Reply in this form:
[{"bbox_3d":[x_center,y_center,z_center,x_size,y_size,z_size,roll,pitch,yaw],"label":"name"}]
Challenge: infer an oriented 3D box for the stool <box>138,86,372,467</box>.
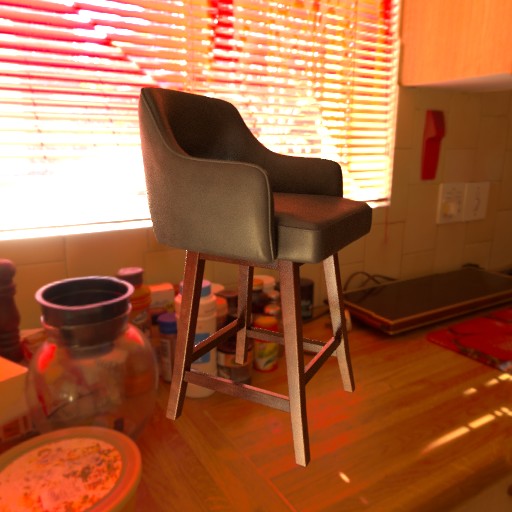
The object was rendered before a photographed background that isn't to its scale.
[{"bbox_3d":[0.000,0.000,1.286,0.560,0.936,0.550,7,15,28],"label":"stool"}]
